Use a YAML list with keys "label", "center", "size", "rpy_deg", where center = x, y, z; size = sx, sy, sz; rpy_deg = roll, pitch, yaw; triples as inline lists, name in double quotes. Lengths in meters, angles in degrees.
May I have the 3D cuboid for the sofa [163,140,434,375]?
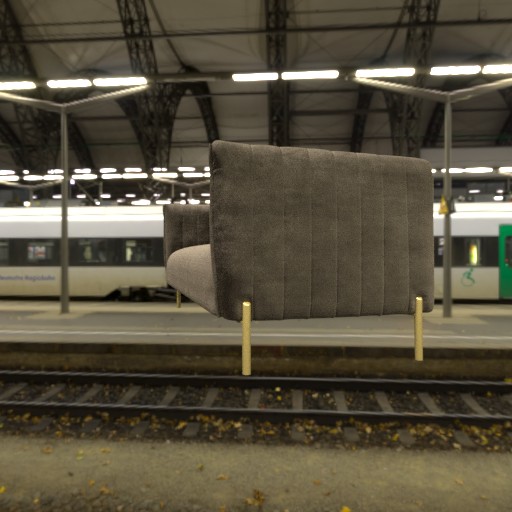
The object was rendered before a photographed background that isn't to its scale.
- label: "sofa"
  center: [0.000, 0.000, 2.478]
  size: [0.876, 0.780, 1.980]
  rpy_deg: [0, 0, -16]
